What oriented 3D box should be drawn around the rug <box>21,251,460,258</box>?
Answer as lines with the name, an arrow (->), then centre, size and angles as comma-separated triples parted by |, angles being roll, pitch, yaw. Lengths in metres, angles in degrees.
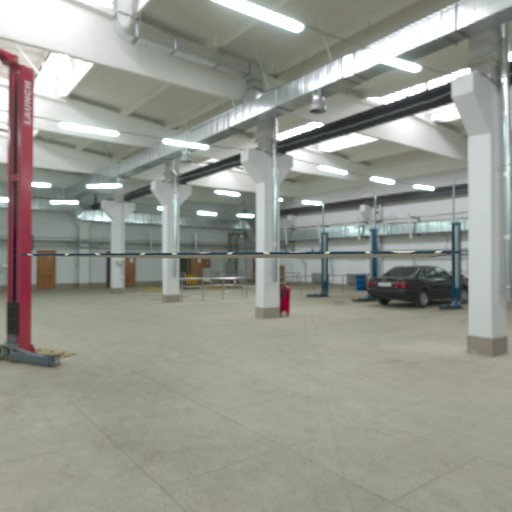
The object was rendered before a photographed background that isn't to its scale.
rug -> 0.000, 0.000, 2.742 | 2.134, 0.010, 1.524 | 0, -1, 18
